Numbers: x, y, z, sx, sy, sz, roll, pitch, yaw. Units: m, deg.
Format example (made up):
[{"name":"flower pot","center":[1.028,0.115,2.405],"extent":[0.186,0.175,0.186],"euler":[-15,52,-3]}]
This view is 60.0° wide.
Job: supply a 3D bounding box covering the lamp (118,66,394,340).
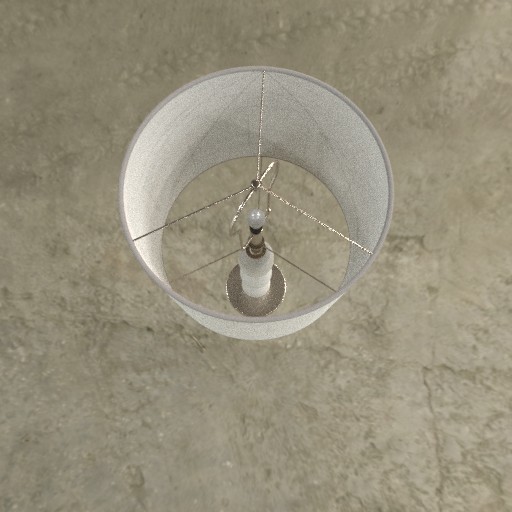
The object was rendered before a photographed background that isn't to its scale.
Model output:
[{"name":"lamp","center":[0.000,0.000,0.717],"extent":[0.280,0.559,0.282],"euler":[32,77,8]}]
